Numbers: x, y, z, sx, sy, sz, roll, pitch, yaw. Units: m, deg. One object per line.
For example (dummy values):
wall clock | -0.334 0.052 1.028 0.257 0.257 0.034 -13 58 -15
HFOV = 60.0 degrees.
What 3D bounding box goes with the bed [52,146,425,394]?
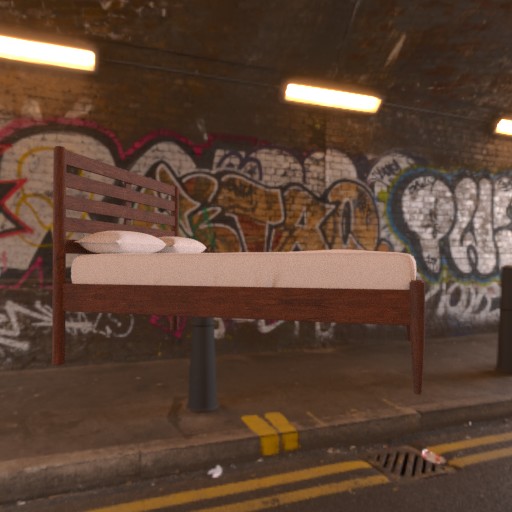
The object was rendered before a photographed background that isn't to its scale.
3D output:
bed | 0.000 0.000 3.042 2.093 1.304 1.509 0 -1 18
